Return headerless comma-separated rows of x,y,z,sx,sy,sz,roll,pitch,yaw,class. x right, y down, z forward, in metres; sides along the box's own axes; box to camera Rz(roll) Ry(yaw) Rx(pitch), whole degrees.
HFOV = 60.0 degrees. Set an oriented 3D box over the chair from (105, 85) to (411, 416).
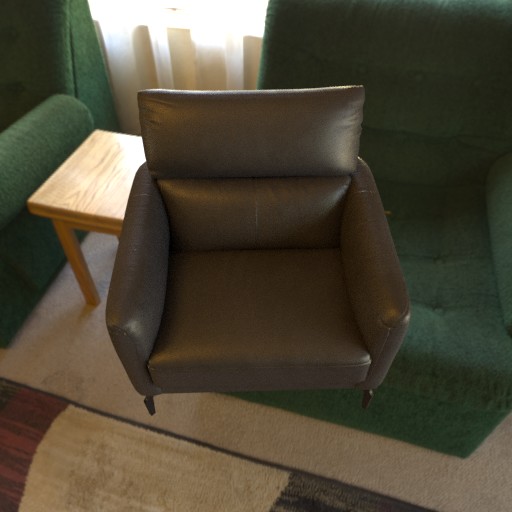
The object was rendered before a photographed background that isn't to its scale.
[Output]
0.000,0.000,1.629,0.976,0.949,0.809,-1,46,-1,chair
